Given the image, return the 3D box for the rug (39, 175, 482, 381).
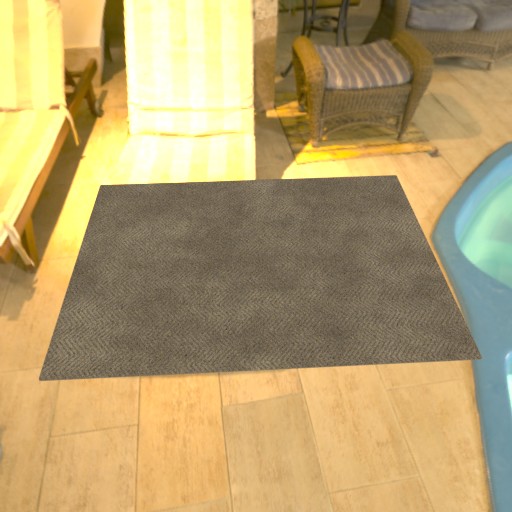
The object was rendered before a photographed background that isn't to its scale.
[{"bbox_3d":[0.000,0.000,2.783,2.235,0.008,1.600,-2,46,-2],"label":"rug"}]
